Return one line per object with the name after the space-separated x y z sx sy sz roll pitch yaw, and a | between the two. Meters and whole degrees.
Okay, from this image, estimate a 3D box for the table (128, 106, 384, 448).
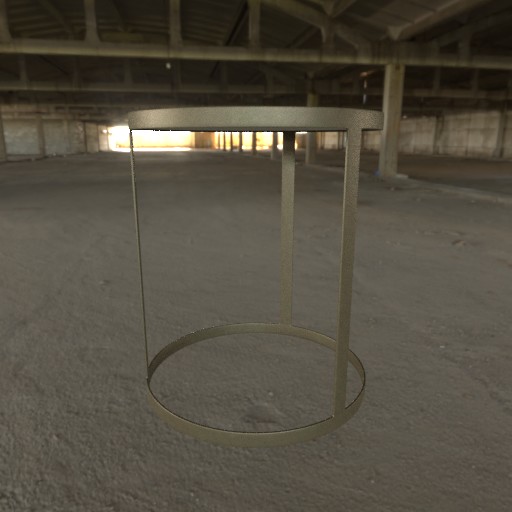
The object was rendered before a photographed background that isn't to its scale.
0.000 0.000 0.931 0.480 0.565 0.480 0 15 0 | table
